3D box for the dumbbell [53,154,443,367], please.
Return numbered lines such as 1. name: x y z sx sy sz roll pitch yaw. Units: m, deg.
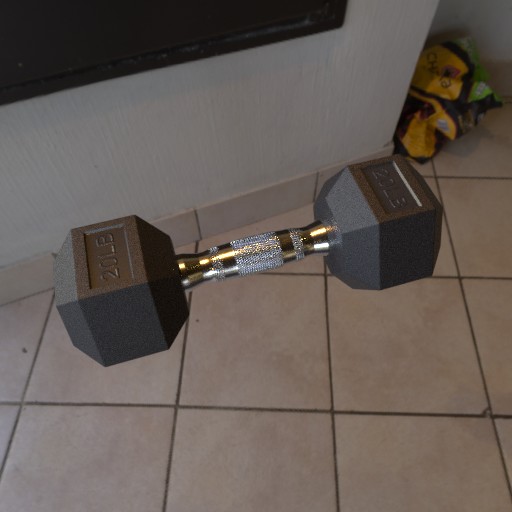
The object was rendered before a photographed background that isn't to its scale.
1. dumbbell: 0.000 0.000 0.330 0.272 0.092 0.106 -14 59 -9
